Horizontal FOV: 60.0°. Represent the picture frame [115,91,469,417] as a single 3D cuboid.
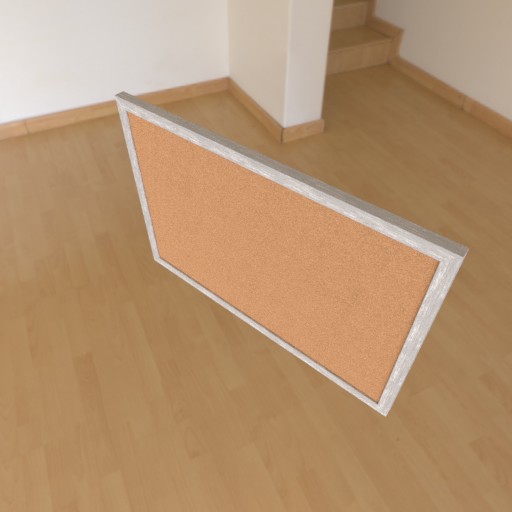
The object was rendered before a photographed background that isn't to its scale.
[{"bbox_3d":[0.000,0.000,1.215,0.950,0.640,0.029,30,53,26],"label":"picture frame"}]
